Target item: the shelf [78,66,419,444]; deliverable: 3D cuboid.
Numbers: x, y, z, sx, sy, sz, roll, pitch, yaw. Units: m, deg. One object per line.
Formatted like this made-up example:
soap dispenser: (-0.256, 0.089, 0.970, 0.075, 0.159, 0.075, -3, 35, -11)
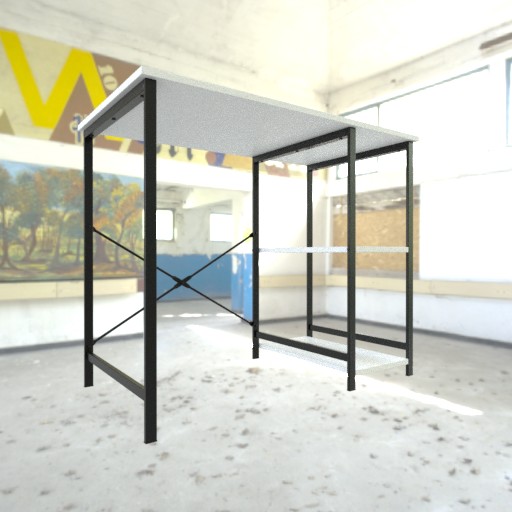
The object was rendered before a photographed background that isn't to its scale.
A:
shelf: (0.000, 0.000, 1.332, 0.902, 0.750, 0.498, 0, 0, -35)
